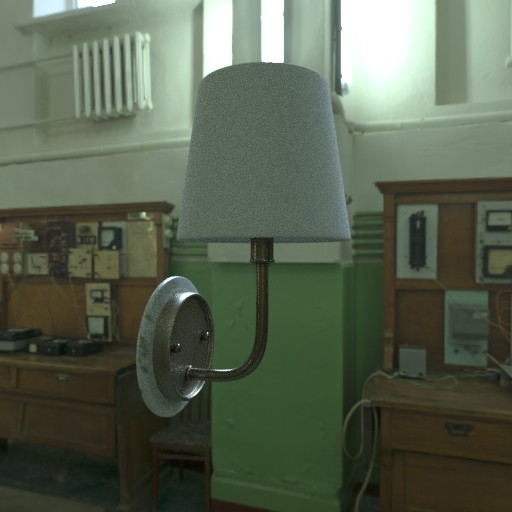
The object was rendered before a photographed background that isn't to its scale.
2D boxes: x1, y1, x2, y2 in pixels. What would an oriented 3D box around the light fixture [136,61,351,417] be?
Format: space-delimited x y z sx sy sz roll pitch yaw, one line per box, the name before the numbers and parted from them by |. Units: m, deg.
light fixture | 0.000 0.000 0.448 0.188 0.337 0.168 0 0 18
